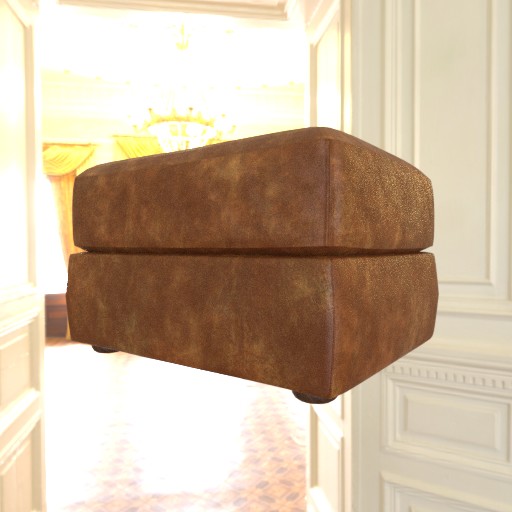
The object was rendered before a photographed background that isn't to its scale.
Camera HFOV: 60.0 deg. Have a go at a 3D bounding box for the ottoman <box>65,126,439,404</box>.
[{"bbox_3d":[0.000,0.000,1.106,0.751,0.476,0.603,1,2,36],"label":"ottoman"}]
